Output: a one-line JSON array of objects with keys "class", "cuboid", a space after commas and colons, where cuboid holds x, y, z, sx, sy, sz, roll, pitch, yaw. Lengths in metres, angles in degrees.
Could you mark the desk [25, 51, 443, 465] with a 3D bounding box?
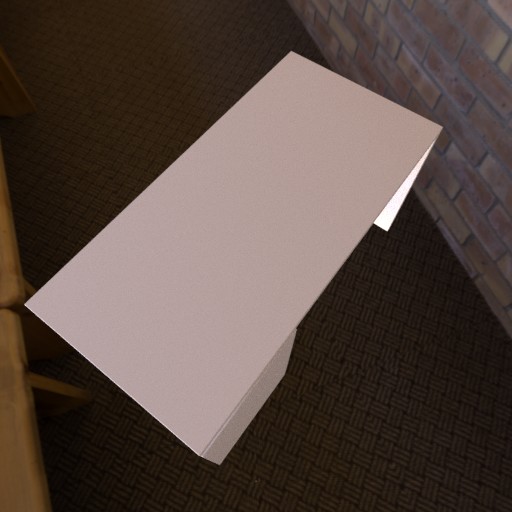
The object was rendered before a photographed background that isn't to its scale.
[{"class": "desk", "cuboid": [0.000, 0.000, 1.822, 0.690, 0.740, 1.400, 34, 68, 16]}]
